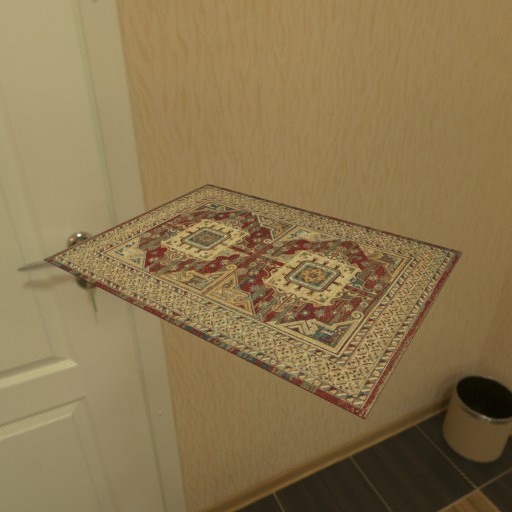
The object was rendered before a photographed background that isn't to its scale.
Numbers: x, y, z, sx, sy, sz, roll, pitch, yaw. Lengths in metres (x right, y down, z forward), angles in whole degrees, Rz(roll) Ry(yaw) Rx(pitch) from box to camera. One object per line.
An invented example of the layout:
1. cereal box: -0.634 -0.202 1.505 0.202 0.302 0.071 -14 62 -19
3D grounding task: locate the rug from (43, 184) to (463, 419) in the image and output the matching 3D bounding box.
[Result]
1. rug: 0.000 0.000 4.209 3.197 0.013 2.381 19 35 30
